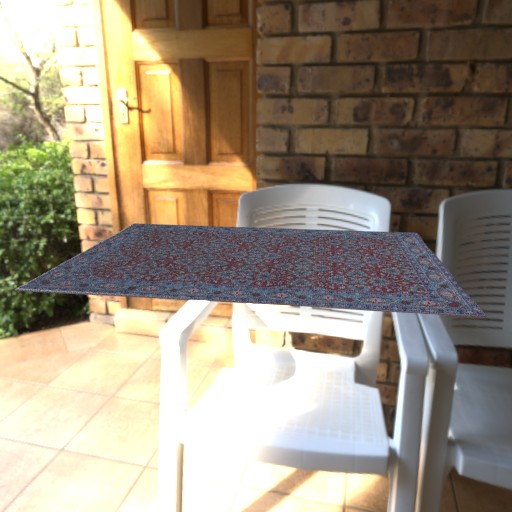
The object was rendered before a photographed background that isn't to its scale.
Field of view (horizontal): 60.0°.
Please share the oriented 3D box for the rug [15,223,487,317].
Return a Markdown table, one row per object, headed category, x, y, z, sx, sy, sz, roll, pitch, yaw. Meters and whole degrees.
| category | x | y | z | sx | sy | sz | roll | pitch | yaw |
| --- | --- | --- | --- | --- | --- | --- | --- | --- | --- |
| rug | 0.000 | 0.000 | 2.268 | 1.829 | 0.009 | 1.219 | 2 | 17 | 8 |
